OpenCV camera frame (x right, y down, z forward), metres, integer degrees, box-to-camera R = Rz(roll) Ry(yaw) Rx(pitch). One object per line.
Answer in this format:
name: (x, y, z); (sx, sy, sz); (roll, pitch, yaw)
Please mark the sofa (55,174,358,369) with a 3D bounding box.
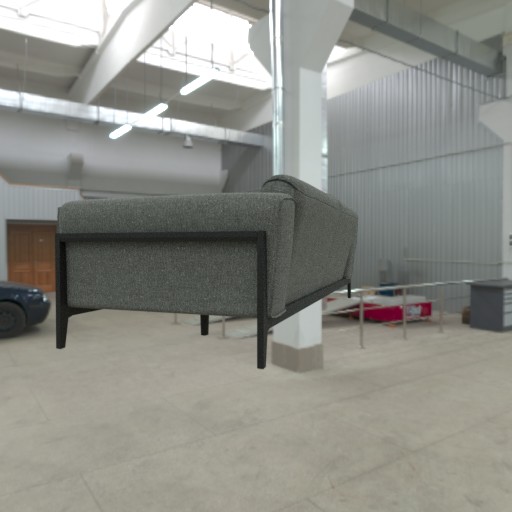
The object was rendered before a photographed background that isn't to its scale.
sofa: (0.000, 0.000, 2.586); (0.985, 0.703, 2.125); (0, 1, 20)
